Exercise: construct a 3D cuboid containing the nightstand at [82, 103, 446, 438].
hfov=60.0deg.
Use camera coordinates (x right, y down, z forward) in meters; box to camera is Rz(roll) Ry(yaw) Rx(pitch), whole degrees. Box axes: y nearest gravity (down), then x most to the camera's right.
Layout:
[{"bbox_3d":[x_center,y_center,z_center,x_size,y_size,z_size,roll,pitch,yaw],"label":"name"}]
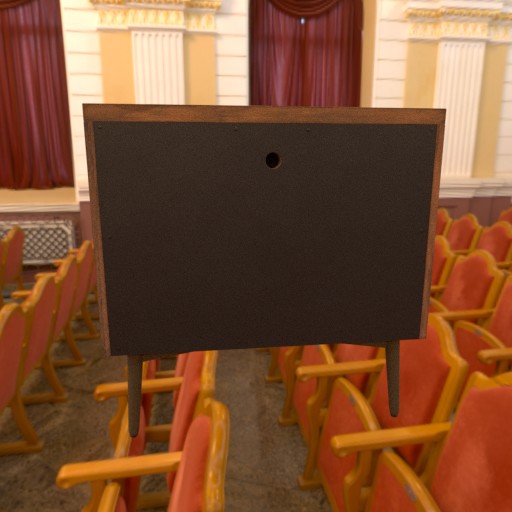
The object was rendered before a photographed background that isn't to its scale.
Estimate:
[{"bbox_3d":[0.000,0.000,1.021,0.610,0.610,0.458,-2,13,-7],"label":"nightstand"}]
